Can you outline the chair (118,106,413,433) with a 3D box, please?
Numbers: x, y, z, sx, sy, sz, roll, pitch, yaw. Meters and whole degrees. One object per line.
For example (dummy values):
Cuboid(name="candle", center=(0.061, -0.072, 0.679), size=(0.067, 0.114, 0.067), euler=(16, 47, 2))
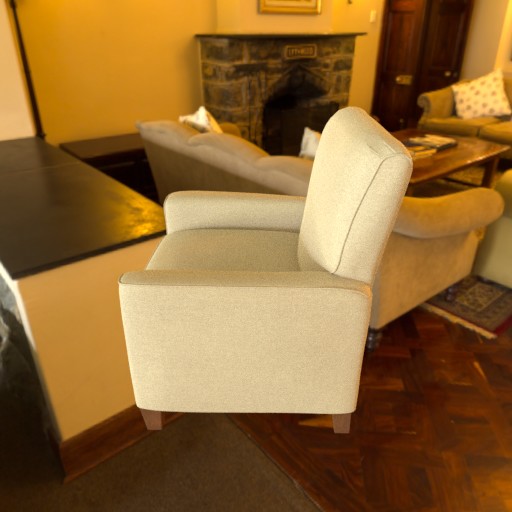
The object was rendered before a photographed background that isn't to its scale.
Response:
Cuboid(name="chair", center=(0.000, 0.000, 1.676), size=(0.858, 1.023, 0.841), euler=(1, 27, 1))
